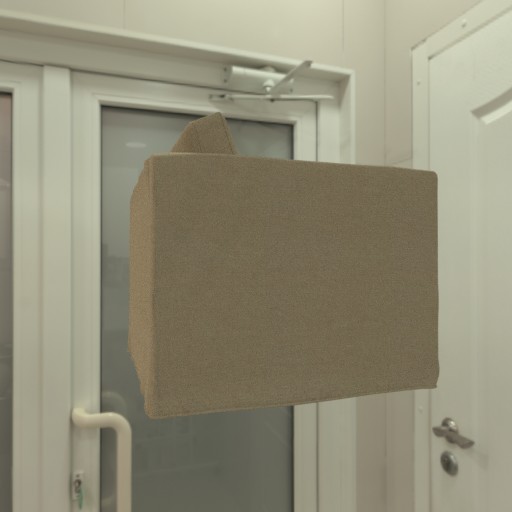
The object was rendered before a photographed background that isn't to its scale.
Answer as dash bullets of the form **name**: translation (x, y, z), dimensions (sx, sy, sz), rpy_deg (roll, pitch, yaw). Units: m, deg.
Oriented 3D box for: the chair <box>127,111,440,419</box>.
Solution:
- **chair**: translation (0.000, 0.000, 1.776), dimensions (0.949, 0.863, 1.057), rpy_deg (0, 0, -19)
